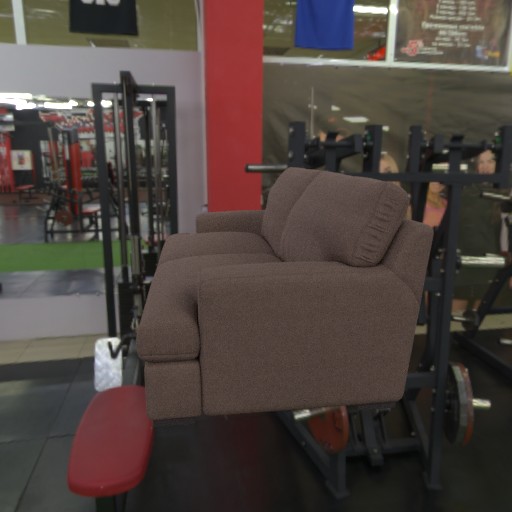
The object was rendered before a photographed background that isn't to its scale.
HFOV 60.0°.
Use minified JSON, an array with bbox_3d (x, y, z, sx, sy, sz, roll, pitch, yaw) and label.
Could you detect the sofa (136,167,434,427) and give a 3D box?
[{"bbox_3d":[0.000,0.000,2.530,1.140,0.950,1.869,-2,13,-8],"label":"sofa"}]
